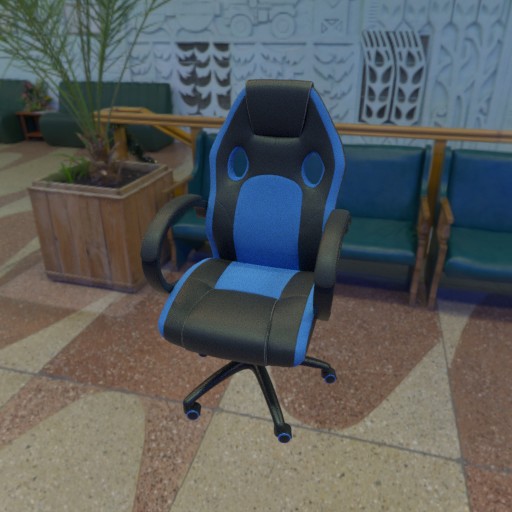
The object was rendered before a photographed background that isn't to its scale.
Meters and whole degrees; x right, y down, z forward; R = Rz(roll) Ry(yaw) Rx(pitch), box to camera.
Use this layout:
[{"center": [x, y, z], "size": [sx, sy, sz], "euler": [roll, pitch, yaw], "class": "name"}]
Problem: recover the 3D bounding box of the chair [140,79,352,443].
[{"center": [0.000, 0.000, 1.659], "size": [0.673, 1.187, 0.724], "euler": [8, 27, 16], "class": "chair"}]
